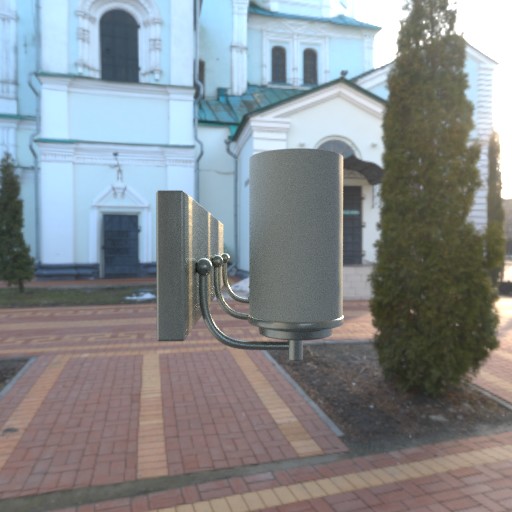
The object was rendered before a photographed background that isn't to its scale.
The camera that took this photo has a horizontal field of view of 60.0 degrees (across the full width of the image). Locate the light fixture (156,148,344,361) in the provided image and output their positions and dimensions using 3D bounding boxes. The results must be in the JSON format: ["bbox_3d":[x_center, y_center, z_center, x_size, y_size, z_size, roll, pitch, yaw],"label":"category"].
[{"bbox_3d":[0.000,0.000,0.533,0.145,0.172,0.451,0,1,-1],"label":"light fixture"}]
